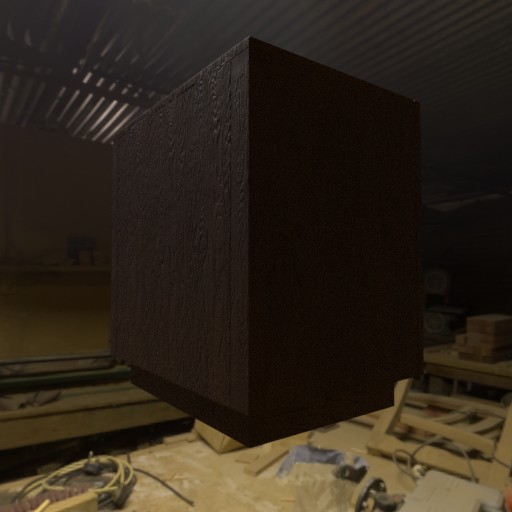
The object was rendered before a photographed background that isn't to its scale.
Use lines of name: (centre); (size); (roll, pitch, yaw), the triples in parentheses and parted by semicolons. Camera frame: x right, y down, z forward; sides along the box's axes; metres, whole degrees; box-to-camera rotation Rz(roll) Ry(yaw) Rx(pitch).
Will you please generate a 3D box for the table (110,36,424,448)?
table: (0.000, 0.000, 0.957); (0.439, 0.585, 0.560); (2, -3, -37)
